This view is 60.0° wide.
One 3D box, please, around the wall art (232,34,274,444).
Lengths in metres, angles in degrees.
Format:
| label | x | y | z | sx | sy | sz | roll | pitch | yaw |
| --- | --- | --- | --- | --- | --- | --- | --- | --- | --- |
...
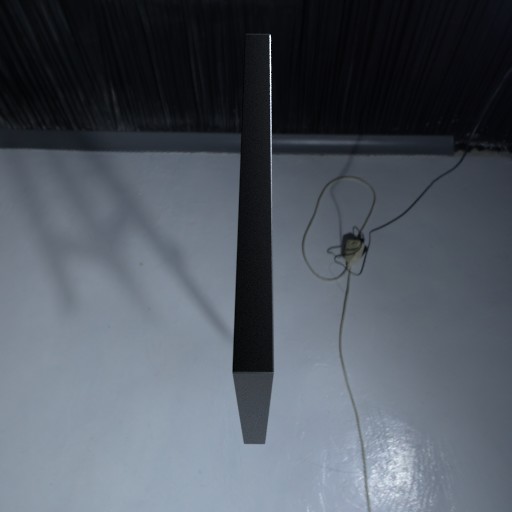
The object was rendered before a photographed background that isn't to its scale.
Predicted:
| label | x | y | z | sx | sy | sz | roll | pitch | yaw |
| --- | --- | --- | --- | --- | --- | --- | --- | --- | --- |
| wall art | 0.000 | 0.000 | 0.539 | 0.028 | 0.330 | 0.380 | 1 | 59 | 0 |
